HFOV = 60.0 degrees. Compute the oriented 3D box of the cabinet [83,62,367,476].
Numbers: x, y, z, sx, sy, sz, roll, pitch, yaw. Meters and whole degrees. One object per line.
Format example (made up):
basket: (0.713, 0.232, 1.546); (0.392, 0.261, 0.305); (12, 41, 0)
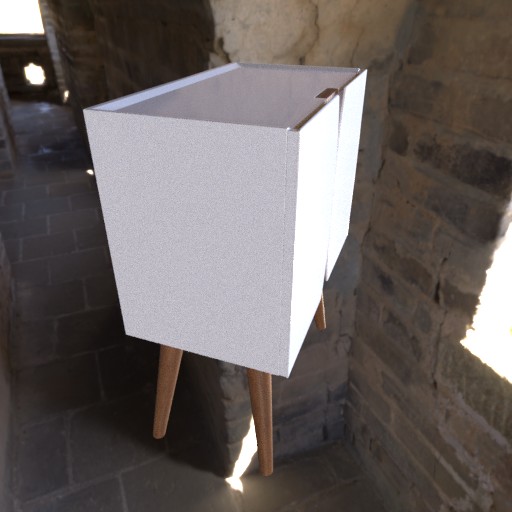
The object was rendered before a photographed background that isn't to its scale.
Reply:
cabinet: (0.000, 0.000, 1.055); (0.344, 0.772, 0.591); (11, 32, 17)
